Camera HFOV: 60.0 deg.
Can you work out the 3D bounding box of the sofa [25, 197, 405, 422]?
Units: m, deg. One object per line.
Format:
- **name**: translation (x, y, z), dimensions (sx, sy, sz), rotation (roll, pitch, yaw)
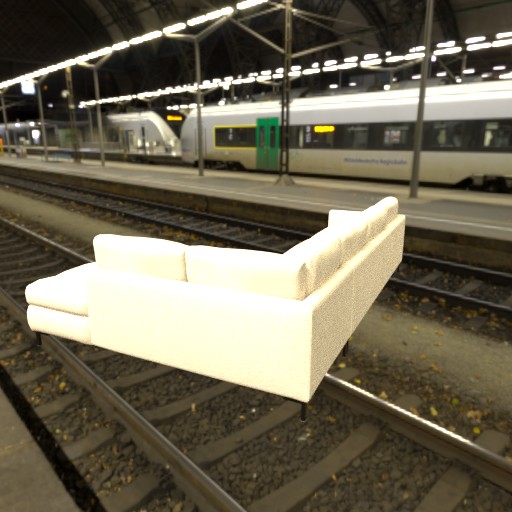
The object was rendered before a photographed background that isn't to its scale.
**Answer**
- **sofa**: translation (0.000, 0.000, 3.767), dimensions (2.007, 0.815, 2.949), rotation (7, 16, 25)
